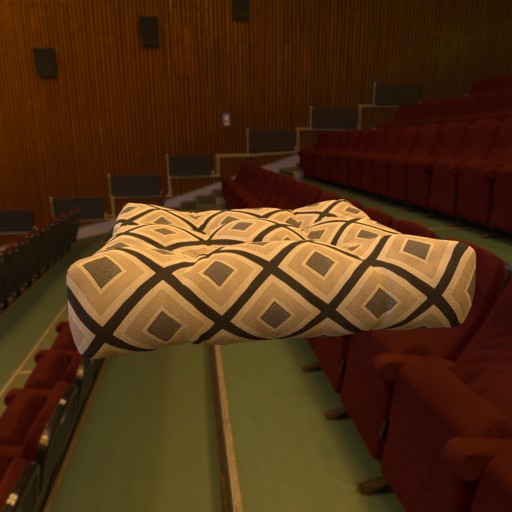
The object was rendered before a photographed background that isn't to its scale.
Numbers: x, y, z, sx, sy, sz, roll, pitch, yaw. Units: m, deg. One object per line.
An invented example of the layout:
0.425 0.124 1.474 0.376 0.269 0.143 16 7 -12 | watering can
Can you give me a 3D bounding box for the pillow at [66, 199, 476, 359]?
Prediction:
0.000 0.000 0.723 0.490 0.128 0.468 -2 15 -9 | pillow
